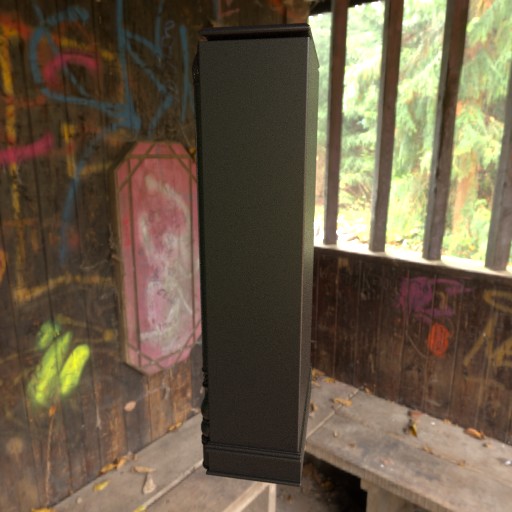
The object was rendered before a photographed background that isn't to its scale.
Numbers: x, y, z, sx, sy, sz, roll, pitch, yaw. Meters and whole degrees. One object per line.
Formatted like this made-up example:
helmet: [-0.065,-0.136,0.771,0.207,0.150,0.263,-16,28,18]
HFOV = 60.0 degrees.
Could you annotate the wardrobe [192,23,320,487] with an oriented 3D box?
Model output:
wardrobe: [0.000,0.000,1.169,0.295,1.011,0.444,2,14,10]
